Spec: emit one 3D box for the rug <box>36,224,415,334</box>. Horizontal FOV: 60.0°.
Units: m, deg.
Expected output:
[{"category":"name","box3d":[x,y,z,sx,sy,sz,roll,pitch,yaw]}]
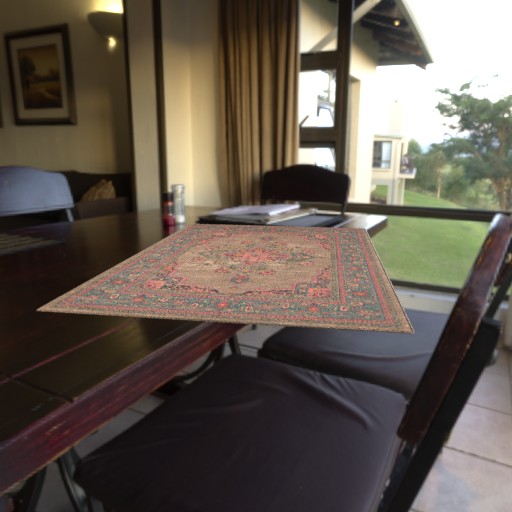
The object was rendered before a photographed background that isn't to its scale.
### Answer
[{"category":"rug","box3d":[0.000,0.000,3.670,2.005,0.013,2.890,2,14,9]}]
